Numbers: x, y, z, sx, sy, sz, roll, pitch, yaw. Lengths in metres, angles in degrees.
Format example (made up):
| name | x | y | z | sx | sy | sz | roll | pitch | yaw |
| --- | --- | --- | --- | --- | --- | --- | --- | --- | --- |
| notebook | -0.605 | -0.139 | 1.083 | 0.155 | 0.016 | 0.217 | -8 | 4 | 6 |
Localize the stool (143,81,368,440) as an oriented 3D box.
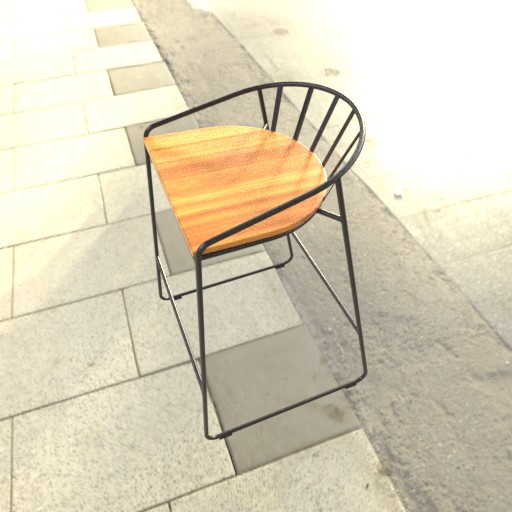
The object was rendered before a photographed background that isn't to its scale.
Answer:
| name | x | y | z | sx | sy | sz | roll | pitch | yaw |
| --- | --- | --- | --- | --- | --- | --- | --- | --- | --- |
| stool | 0.000 | 0.000 | 1.194 | 0.521 | 0.812 | 0.546 | -16 | 49 | -15 |
